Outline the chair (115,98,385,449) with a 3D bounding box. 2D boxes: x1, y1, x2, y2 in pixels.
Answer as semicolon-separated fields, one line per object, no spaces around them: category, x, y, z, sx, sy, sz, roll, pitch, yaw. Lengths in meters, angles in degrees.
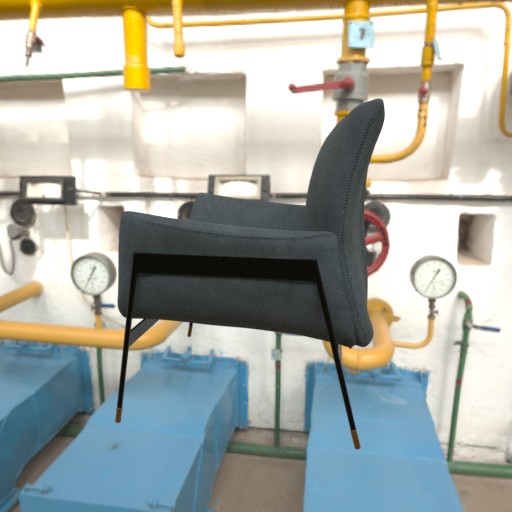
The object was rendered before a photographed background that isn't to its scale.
chair;0.000;0.000;1.410;0.709;0.858;0.678;2;13;10
